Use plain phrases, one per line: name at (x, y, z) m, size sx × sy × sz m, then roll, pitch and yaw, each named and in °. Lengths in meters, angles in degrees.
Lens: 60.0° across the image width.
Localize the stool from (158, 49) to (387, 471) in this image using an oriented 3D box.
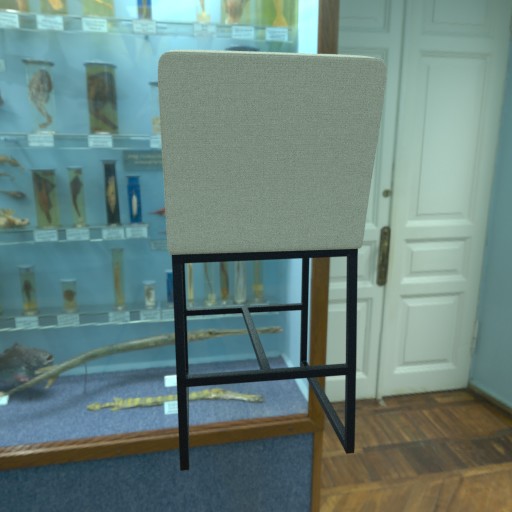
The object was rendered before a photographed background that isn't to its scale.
stool at (0.000, 0.000, 1.214) m, size 0.460 × 0.940 × 0.560 m, roll -2°, pitch 13°, yaw -8°
